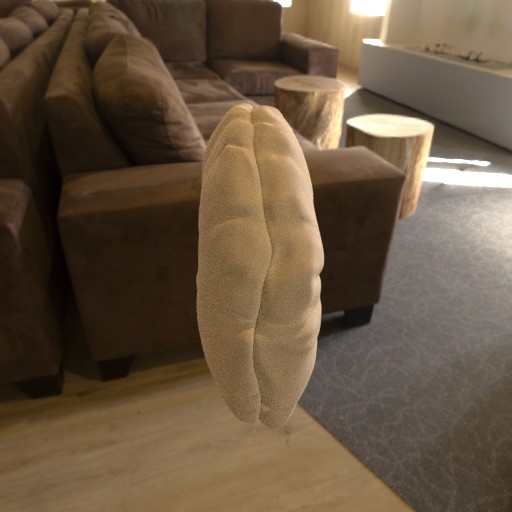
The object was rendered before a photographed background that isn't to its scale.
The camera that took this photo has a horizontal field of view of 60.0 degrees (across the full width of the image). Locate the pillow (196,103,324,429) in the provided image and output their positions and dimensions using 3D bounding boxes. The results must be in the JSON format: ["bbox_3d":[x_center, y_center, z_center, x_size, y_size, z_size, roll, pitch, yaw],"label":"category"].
[{"bbox_3d":[0.000,0.000,0.628,0.148,0.407,0.428,-1,32,-1],"label":"pillow"}]
